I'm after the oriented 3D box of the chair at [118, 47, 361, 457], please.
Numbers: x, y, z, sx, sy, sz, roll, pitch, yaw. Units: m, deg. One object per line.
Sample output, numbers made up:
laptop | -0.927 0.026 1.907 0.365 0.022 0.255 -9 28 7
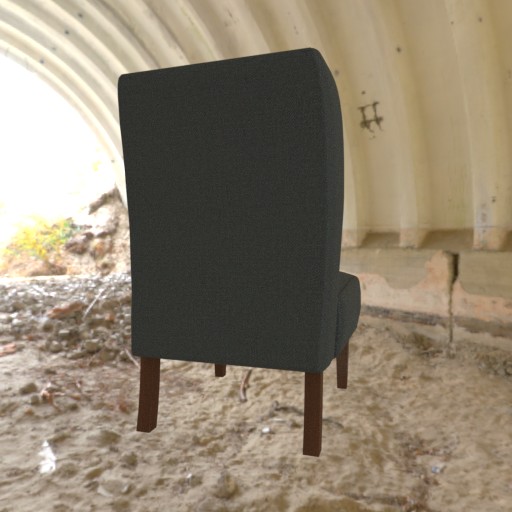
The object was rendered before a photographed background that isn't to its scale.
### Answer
chair | 0.000 0.000 1.176 0.513 0.804 0.592 0 2 17
